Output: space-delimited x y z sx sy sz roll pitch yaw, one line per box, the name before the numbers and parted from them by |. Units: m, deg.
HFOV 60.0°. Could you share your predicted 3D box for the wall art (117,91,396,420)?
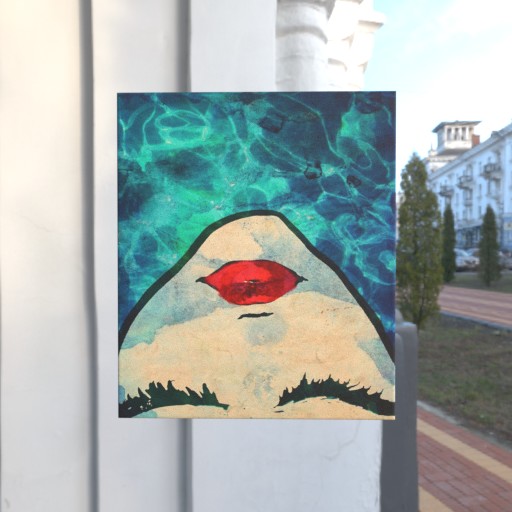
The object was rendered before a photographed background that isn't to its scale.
wall art | 0.000 0.000 0.706 0.432 0.508 0.038 0 1 1
